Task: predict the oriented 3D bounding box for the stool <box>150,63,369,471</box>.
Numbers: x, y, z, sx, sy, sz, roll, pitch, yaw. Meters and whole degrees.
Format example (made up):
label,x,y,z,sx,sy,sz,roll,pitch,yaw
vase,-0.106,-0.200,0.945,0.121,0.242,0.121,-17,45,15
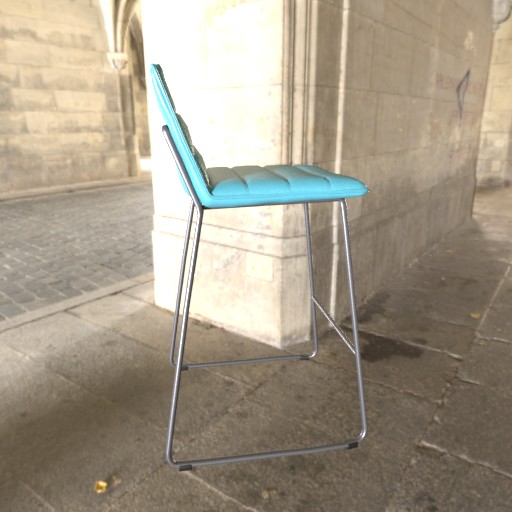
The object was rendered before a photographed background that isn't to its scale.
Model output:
label,x,y,z,sx,sy,sz,roll,pitch,yaw
stool,0.000,0.000,1.217,0.524,0.936,0.489,-3,17,-9
